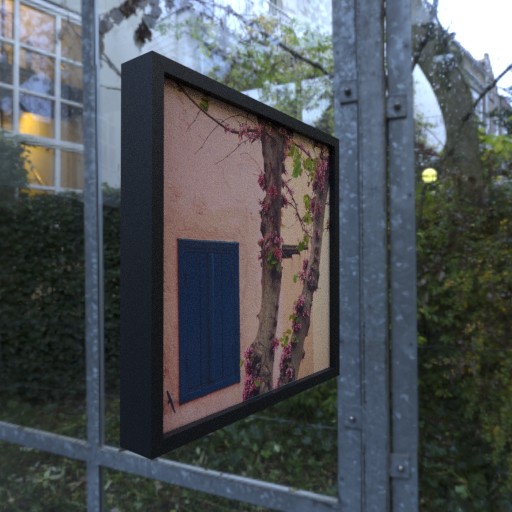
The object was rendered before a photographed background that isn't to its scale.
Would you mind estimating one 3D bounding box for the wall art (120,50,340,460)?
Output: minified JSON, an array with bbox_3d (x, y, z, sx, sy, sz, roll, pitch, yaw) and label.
[{"bbox_3d":[0.000,0.000,0.461,0.038,0.304,0.305,0,-1,37],"label":"wall art"}]
